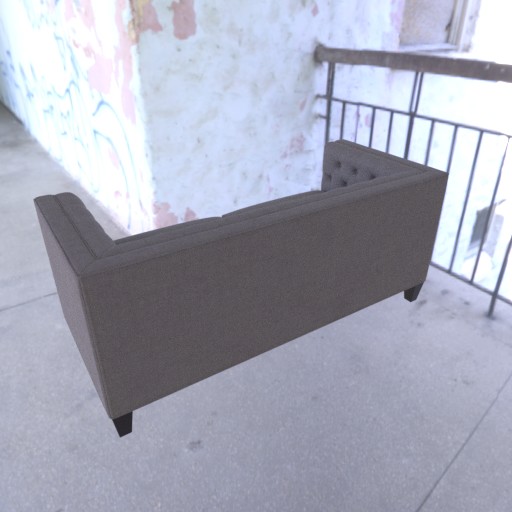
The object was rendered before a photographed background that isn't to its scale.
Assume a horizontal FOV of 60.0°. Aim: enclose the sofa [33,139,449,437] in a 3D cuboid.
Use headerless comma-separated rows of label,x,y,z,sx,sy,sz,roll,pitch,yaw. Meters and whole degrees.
sofa,0.000,0.000,2.215,1.778,0.762,0.775,-18,34,-28
